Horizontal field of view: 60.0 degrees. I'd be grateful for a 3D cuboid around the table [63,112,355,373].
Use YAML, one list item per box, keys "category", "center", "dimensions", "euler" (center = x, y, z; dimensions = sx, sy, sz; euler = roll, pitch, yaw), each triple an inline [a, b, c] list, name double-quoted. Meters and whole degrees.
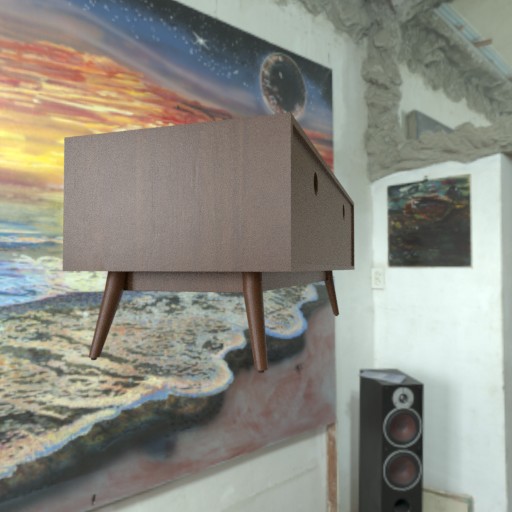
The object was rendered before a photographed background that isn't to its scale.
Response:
- category: "table"
  center: [0.000, 0.000, 1.369]
  dimensions: [0.490, 0.464, 1.119]
  euler: [-1, -2, 18]
